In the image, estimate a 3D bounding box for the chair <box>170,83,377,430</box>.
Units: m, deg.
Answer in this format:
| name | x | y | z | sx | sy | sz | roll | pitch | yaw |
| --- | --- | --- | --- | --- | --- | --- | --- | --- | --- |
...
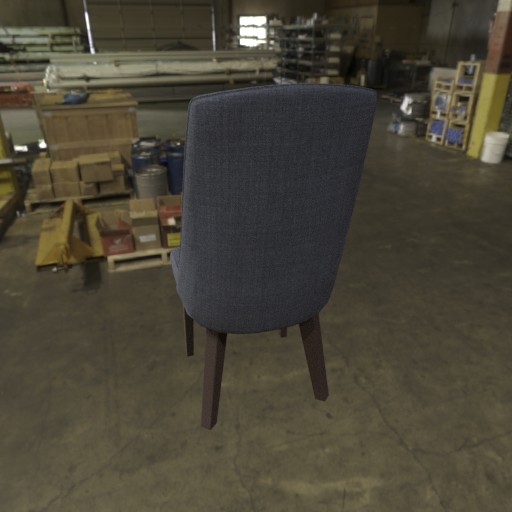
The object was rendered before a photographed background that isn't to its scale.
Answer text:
| name | x | y | z | sx | sy | sz | roll | pitch | yaw |
| --- | --- | --- | --- | --- | --- | --- | --- | --- | --- |
| chair | 0.000 | 0.000 | 1.370 | 0.510 | 1.050 | 0.577 | -8 | 28 | -16 |
